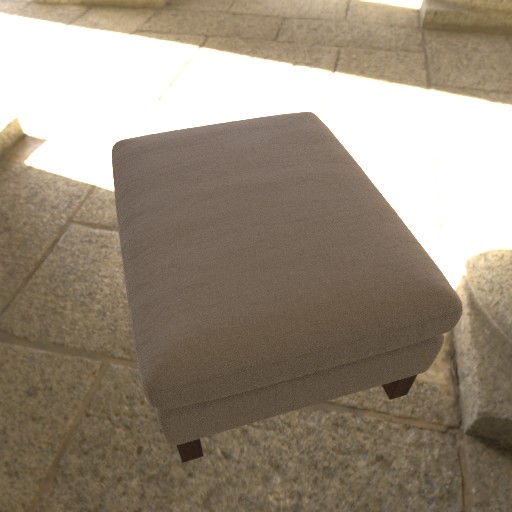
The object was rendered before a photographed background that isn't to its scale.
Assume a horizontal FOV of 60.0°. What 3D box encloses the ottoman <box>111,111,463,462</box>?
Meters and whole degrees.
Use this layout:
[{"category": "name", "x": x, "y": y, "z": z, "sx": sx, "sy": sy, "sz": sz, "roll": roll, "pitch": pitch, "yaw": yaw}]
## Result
[{"category": "ottoman", "x": 0.000, "y": 0.000, "z": 1.098, "sx": 0.606, "sy": 0.420, "sz": 0.771, "roll": -12, "pitch": 47, "yaw": -11}]
